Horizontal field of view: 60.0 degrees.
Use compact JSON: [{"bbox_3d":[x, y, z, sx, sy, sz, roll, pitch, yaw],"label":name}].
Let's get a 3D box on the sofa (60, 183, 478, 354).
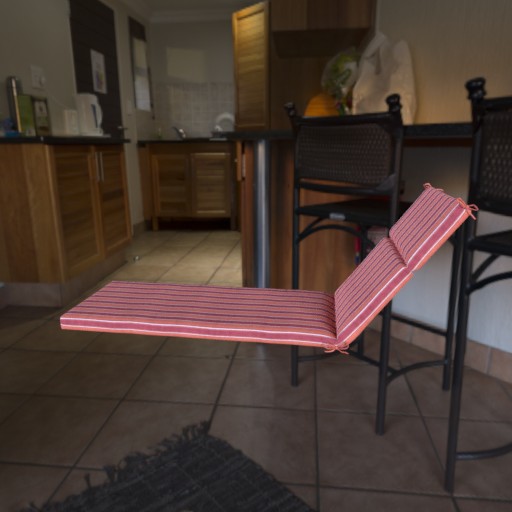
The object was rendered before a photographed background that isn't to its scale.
[{"bbox_3d":[0.000,0.000,1.984,1.663,0.622,0.582,2,15,8],"label":"sofa"}]
